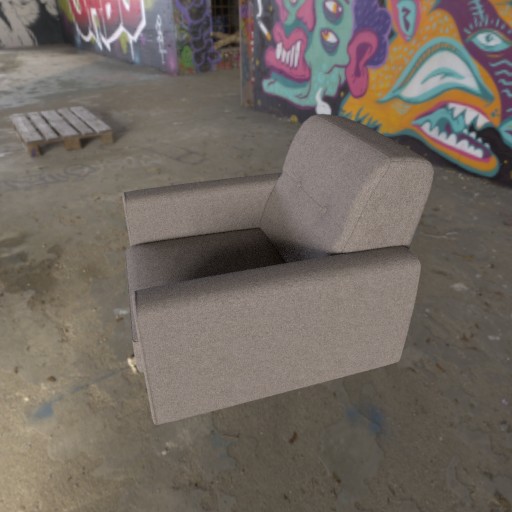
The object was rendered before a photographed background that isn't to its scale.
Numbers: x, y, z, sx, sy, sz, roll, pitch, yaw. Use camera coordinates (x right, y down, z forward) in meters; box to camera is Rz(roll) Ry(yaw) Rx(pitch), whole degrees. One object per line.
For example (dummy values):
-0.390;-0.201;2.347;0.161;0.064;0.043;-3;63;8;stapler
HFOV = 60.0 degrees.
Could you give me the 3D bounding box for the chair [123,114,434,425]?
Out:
0.000;0.000;1.583;0.907;0.839;0.831;-9;32;-14;chair
